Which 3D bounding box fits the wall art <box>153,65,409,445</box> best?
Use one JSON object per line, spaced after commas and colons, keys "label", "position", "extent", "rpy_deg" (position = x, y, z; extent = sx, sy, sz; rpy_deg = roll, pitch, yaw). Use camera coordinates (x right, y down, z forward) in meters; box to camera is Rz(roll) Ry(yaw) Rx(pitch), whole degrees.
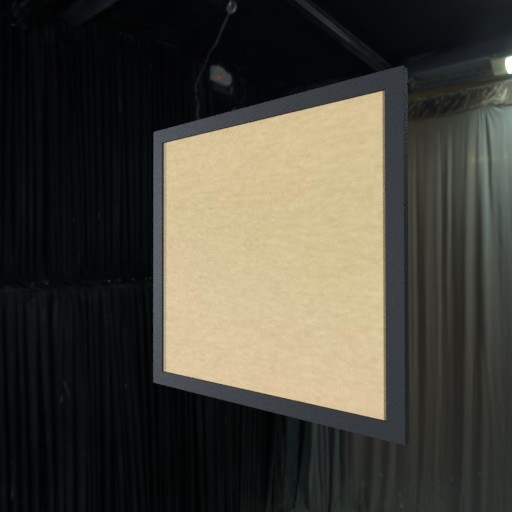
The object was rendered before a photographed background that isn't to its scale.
{"label": "wall art", "position": [0.000, 0.000, 0.528], "extent": [0.358, 0.357, 0.012], "rpy_deg": [0, -1, 37]}
